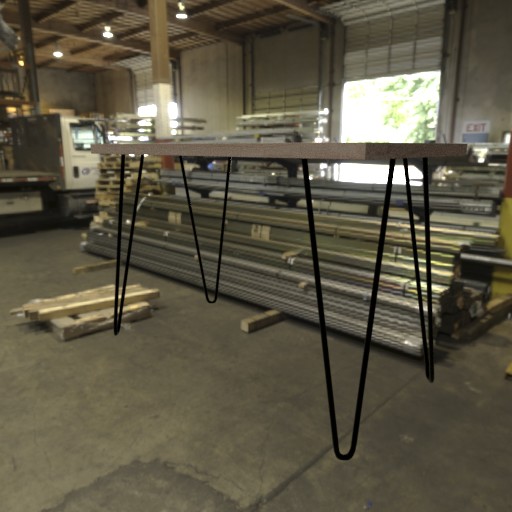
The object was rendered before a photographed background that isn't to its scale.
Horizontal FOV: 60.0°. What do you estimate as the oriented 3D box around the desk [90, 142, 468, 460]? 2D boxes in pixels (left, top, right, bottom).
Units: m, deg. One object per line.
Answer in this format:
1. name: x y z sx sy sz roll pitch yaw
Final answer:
1. desk: 0.000 0.000 1.346 0.991 0.660 0.499 13 19 42
